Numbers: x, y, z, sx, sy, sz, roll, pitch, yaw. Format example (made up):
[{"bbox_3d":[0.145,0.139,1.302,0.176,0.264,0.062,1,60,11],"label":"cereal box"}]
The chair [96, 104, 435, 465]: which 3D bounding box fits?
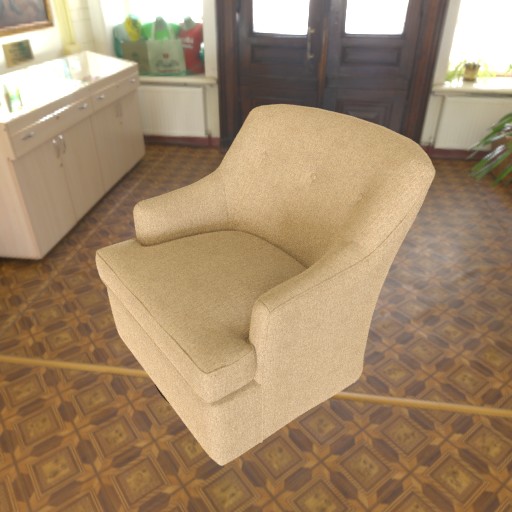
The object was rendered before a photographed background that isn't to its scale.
[{"bbox_3d":[0.000,0.000,1.585,0.923,0.856,0.864,-22,38,-31],"label":"chair"}]
